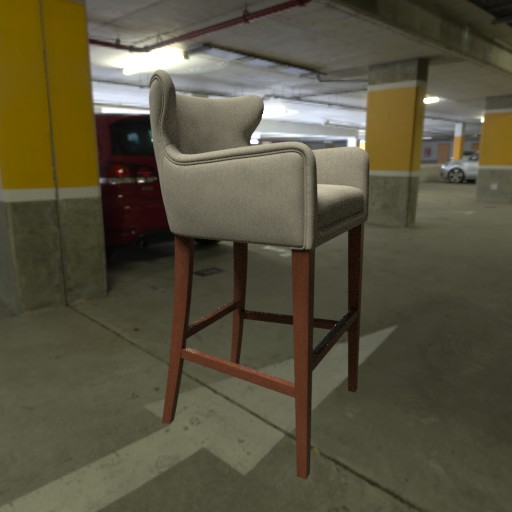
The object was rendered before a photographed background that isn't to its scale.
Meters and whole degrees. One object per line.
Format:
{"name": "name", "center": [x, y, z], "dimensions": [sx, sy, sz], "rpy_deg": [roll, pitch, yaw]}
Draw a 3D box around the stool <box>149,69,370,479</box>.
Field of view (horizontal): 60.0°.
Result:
{"name": "stool", "center": [0.000, 0.000, 1.407], "dimensions": [0.575, 1.047, 0.575], "rpy_deg": [6, 14, 26]}
